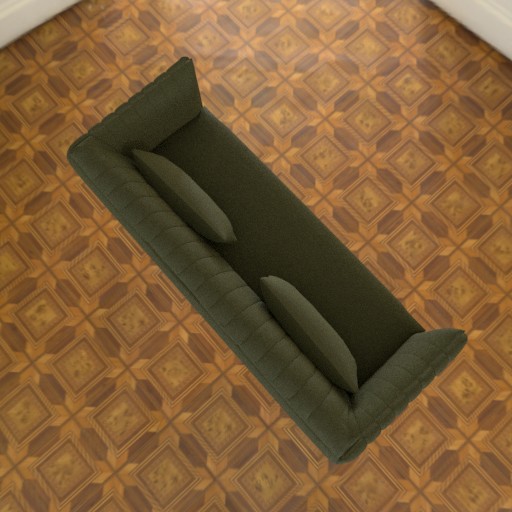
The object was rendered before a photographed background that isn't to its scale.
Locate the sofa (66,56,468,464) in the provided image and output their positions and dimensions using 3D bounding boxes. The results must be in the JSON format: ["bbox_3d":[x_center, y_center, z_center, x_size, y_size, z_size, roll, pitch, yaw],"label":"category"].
[{"bbox_3d":[0.000,0.000,2.531,0.896,0.793,2.137,-41,80,-9],"label":"sofa"}]
